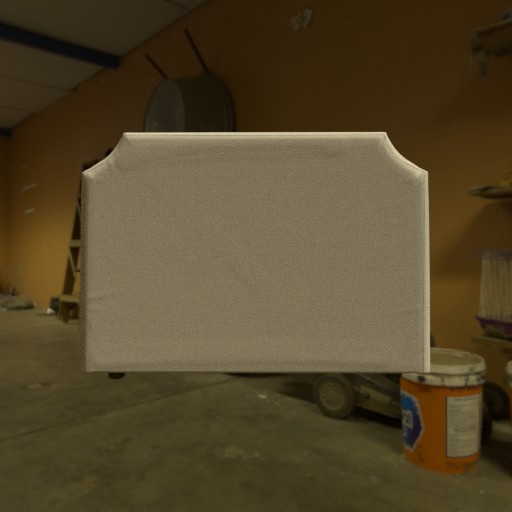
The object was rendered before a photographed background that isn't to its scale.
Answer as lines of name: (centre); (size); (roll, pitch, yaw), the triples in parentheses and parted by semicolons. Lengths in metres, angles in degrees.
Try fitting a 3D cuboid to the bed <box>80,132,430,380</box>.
bed: (0.000, 0.000, 3.360); (1.828, 1.297, 2.164); (0, 0, 0)
